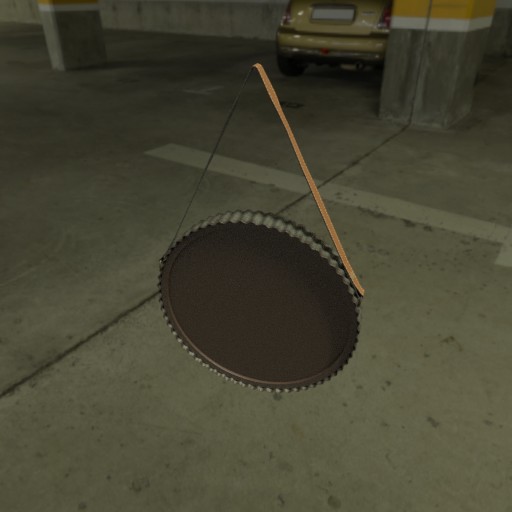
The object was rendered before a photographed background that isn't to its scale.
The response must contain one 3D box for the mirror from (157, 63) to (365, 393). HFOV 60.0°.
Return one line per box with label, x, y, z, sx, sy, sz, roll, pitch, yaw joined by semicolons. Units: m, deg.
mirror;0.000;0.000;0.709;0.355;0.568;0.042;9;32;15
